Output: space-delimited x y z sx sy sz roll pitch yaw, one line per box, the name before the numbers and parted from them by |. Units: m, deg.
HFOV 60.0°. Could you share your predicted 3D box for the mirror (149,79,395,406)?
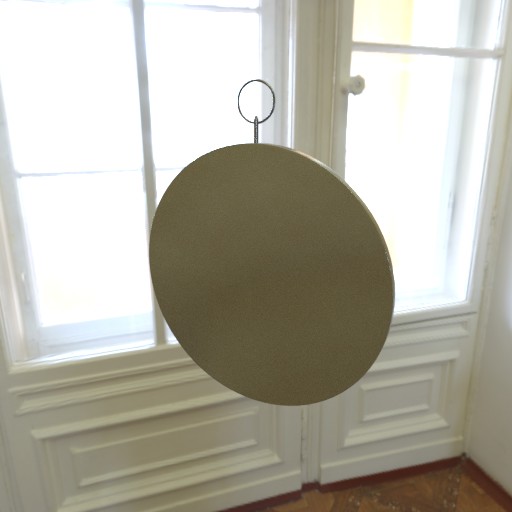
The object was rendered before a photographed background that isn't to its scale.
mirror | 0.000 0.000 0.959 0.594 0.713 0.020 9 19 27
